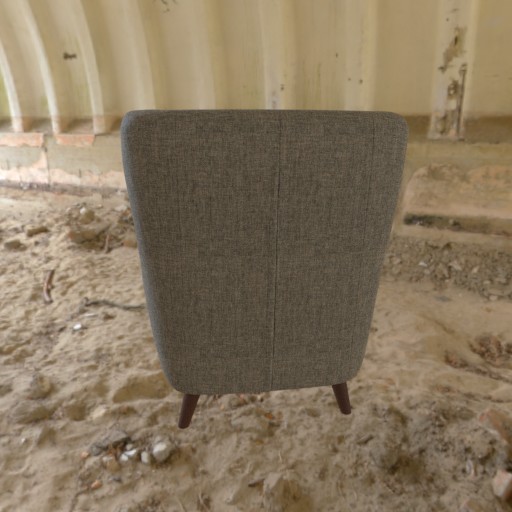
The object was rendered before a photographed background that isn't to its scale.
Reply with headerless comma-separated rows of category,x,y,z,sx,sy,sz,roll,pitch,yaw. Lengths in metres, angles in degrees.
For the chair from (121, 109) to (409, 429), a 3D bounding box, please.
chair,0.000,0.000,1.740,0.878,1.063,0.904,-2,16,-7
